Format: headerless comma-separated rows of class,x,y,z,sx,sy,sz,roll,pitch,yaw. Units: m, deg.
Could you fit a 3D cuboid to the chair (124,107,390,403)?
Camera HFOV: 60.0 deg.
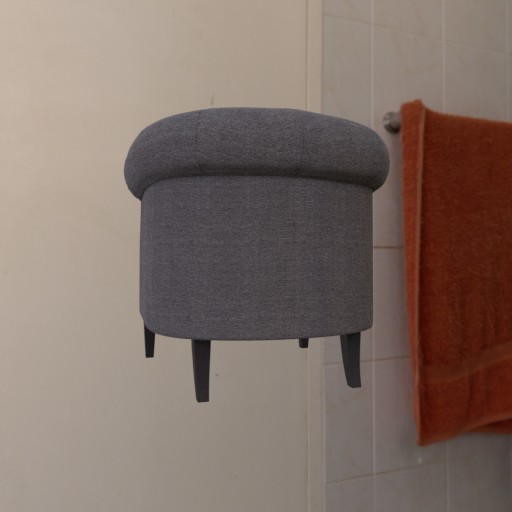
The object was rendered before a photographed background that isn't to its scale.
chair,0.000,0.000,1.583,0.905,0.827,0.852,0,-1,-17
